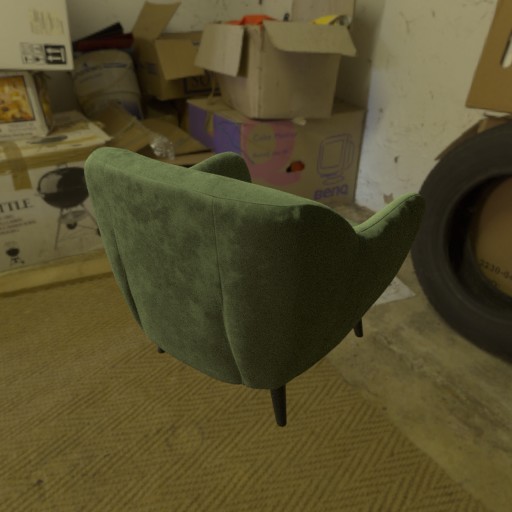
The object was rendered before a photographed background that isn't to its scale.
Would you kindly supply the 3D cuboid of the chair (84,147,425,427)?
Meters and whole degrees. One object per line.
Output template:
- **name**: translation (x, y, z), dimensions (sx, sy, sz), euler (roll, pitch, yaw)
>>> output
- **chair**: translation (0.000, 0.000, 1.490), dimensions (0.840, 0.804, 0.819), euler (20, 35, 32)
